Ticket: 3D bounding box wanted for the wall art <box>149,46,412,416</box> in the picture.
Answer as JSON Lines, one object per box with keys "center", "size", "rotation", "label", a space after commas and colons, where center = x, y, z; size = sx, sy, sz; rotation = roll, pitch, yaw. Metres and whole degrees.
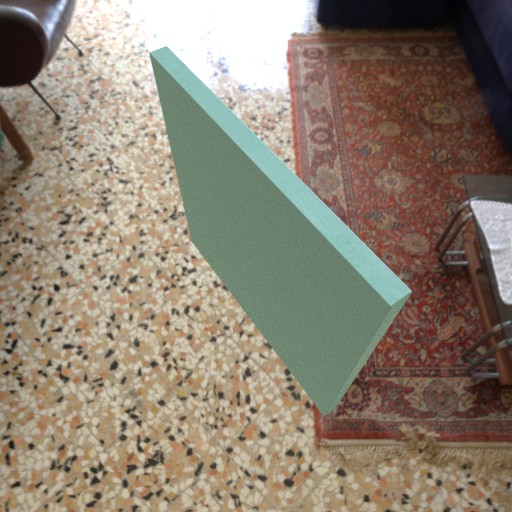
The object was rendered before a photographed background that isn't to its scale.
{"center": [0.000, 0.000, 0.914], "size": [0.036, 0.603, 0.603], "rotation": [-31, 63, -18], "label": "wall art"}
